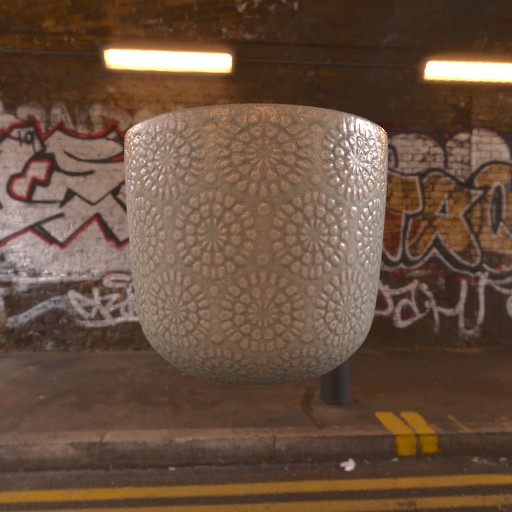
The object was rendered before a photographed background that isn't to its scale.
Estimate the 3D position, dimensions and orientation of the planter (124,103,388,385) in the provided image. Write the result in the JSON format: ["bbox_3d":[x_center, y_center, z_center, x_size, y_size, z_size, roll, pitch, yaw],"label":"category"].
[{"bbox_3d":[0.000,0.000,0.218,0.124,0.109,0.124,0,0,0],"label":"planter"}]
